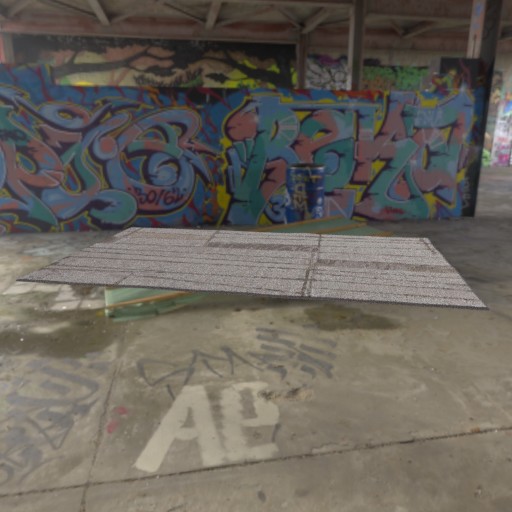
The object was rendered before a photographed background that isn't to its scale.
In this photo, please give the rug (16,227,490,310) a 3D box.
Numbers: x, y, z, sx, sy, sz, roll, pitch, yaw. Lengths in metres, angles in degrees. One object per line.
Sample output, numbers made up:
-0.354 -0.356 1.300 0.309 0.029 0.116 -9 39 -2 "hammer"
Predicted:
0.000 0.000 1.037 0.867 0.007 0.515 3 16 10 "rug"
